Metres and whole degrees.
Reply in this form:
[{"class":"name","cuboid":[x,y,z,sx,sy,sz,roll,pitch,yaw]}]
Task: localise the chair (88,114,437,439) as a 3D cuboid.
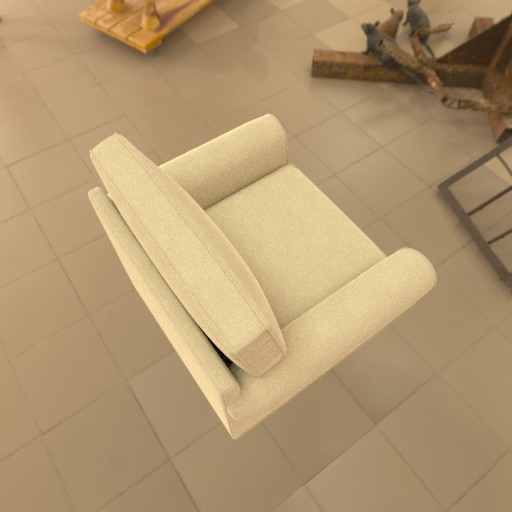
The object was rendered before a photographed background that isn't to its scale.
[{"class":"chair","cuboid":[0.000,0.000,1.738,0.863,0.955,1.040,-32,64,-18]}]
